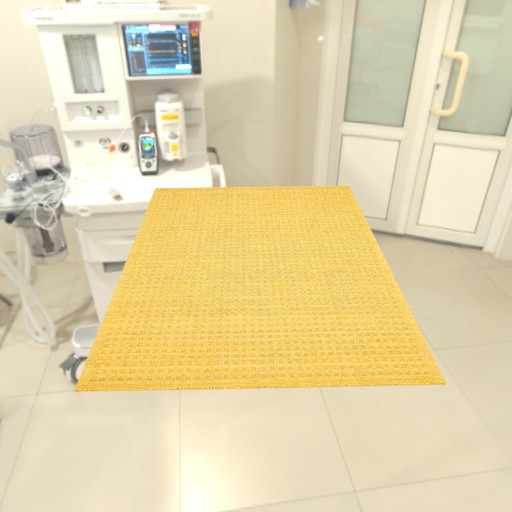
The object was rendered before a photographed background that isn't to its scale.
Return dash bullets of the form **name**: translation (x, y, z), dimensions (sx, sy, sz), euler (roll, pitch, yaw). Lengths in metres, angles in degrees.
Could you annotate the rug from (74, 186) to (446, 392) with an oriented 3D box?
- **rug**: translation (0.000, 0.000, 4.322), dimensions (2.486, 0.015, 3.242), euler (-1, 33, -1)
